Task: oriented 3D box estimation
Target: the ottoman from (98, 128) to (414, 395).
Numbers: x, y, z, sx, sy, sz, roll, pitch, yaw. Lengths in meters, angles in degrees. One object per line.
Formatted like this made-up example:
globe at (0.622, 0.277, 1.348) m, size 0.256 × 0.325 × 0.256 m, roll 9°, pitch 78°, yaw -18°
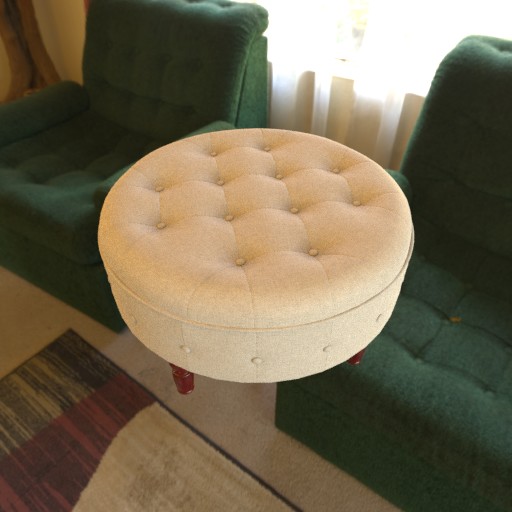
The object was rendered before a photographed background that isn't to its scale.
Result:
ottoman at (0.000, 0.000, 1.339) m, size 0.849 × 0.478 × 0.849 m, roll 0°, pitch 41°, yaw 0°
